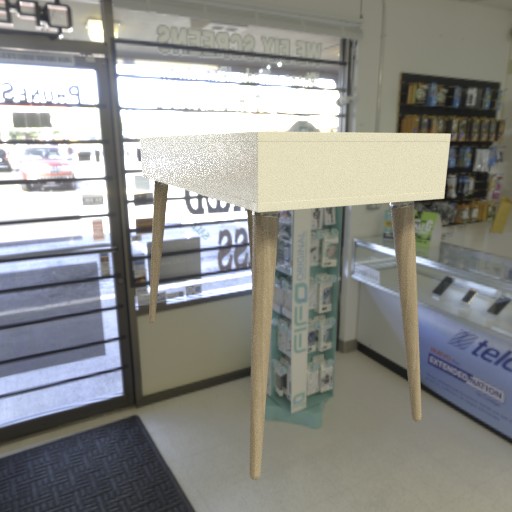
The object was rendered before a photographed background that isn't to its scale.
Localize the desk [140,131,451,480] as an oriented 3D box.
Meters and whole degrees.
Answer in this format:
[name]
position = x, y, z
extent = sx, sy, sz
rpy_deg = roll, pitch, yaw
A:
[desk]
position = 0.000, 0.000, 1.383
extent = 0.491, 0.723, 0.979
rpy_deg = -7, 16, -25
